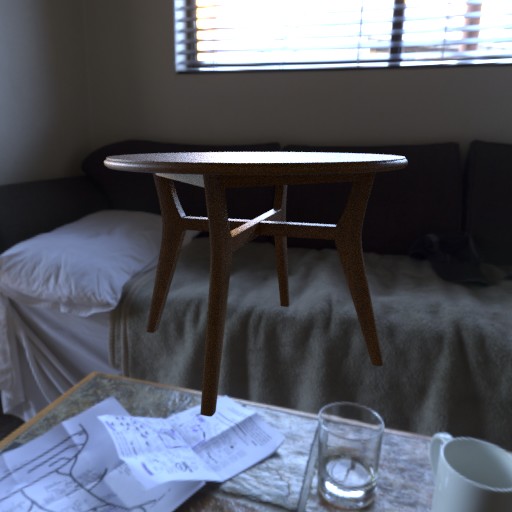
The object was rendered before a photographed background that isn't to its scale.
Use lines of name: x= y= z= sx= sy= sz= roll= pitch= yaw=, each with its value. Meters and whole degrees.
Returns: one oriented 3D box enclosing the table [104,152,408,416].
table: x=0.000 y=0.000 z=1.714 sx=1.055 sy=0.757 sz=1.055 roll=0 pitch=15 yaw=0
